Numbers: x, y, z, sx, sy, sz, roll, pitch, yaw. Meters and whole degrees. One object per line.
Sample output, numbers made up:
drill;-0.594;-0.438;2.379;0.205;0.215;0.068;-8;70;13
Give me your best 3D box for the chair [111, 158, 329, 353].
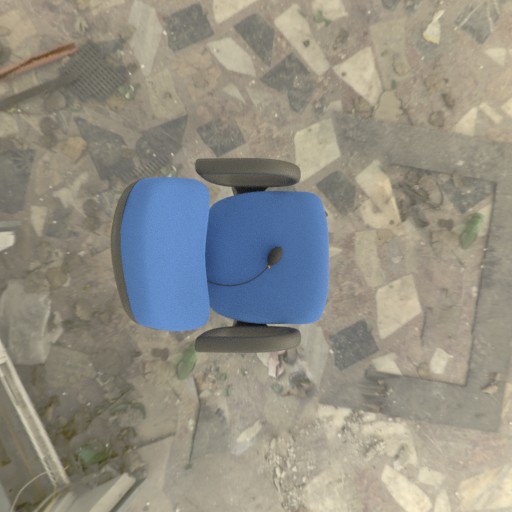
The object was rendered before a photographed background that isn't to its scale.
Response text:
chair;0.000;0.000;1.223;0.549;0.905;0.552;0;89;-1
